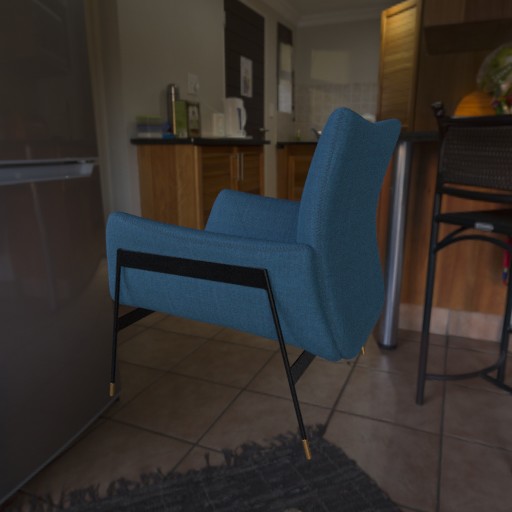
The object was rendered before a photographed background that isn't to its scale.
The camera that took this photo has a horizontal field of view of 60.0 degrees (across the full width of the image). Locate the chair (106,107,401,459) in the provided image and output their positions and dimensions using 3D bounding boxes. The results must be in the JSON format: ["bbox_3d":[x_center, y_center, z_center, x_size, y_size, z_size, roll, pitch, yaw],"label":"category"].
[{"bbox_3d":[0.000,0.000,1.432,0.769,0.859,0.678,7,17,25],"label":"chair"}]
